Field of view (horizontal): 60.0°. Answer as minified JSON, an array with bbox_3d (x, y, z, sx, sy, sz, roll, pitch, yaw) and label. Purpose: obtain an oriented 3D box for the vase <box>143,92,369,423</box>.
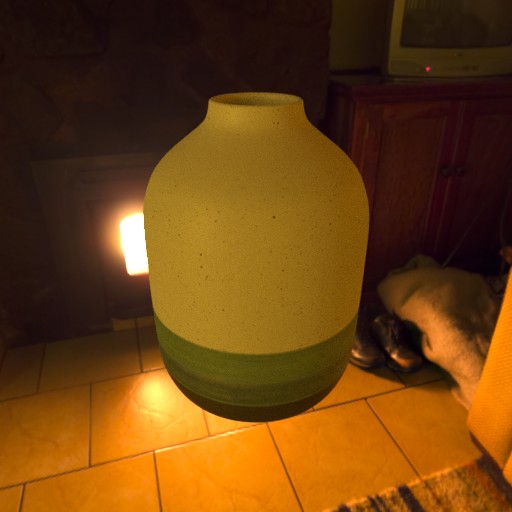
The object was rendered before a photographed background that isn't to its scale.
[{"bbox_3d":[0.000,0.000,0.355,0.169,0.240,0.169,0,27,0],"label":"vase"}]
